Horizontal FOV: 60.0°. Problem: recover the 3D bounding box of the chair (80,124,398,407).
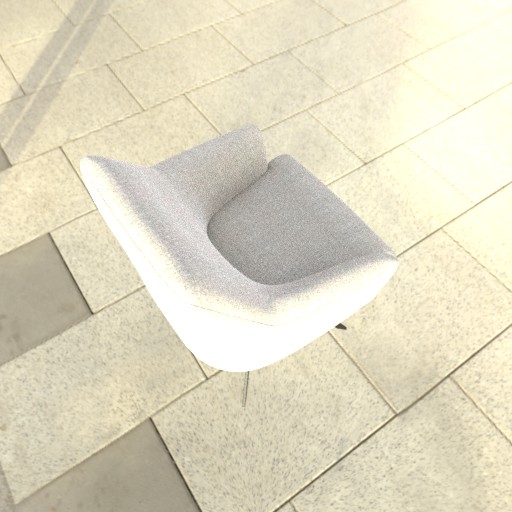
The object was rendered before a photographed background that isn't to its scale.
[{"bbox_3d":[0.000,0.000,1.317,0.677,0.874,0.642,-32,64,-18],"label":"chair"}]
